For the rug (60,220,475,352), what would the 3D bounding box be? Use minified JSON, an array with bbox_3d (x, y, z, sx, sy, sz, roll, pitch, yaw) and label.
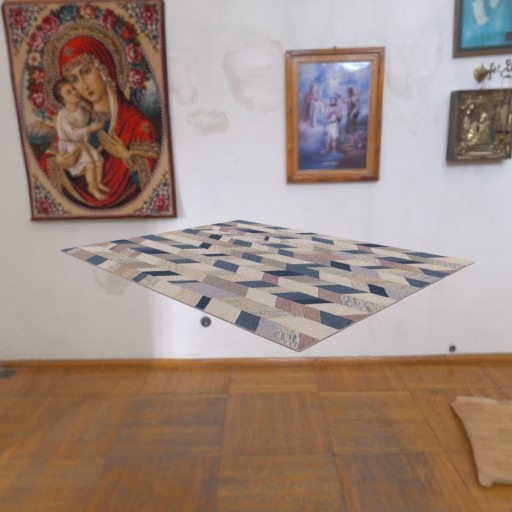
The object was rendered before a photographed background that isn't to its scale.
[{"bbox_3d":[0.000,0.000,4.155,2.451,0.011,3.072,-14,20,-43],"label":"rug"}]
